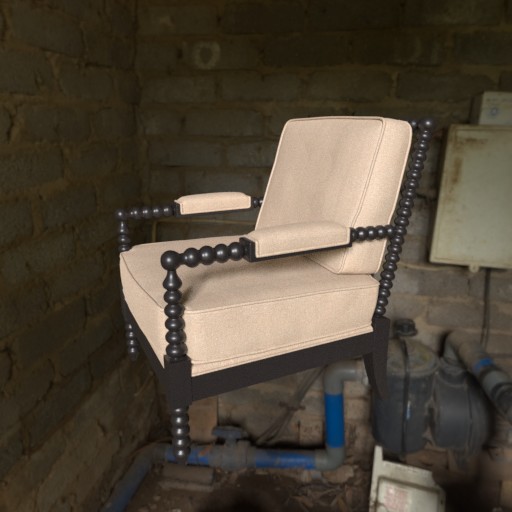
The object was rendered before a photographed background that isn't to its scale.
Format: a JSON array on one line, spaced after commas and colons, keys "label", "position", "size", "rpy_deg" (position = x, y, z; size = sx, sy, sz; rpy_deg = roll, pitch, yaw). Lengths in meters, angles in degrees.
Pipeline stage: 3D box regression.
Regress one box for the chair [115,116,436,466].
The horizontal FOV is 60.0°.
[{"label": "chair", "position": [0.000, 0.000, 1.165], "size": [0.657, 0.703, 0.555], "rpy_deg": [-8, 18, -25]}]
